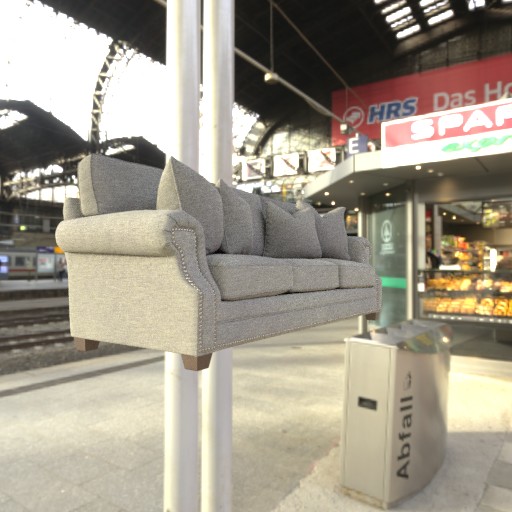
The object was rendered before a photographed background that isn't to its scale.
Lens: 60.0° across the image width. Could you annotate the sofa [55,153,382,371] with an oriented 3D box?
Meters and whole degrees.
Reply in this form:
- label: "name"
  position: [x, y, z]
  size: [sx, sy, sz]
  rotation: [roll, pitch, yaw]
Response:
- label: "sofa"
  position: [0.000, 0.000, 2.894]
  size: [0.965, 0.975, 2.312]
  rotation: [-1, -2, 35]
